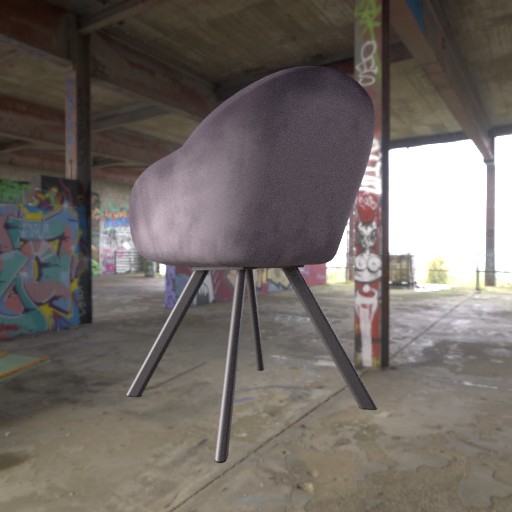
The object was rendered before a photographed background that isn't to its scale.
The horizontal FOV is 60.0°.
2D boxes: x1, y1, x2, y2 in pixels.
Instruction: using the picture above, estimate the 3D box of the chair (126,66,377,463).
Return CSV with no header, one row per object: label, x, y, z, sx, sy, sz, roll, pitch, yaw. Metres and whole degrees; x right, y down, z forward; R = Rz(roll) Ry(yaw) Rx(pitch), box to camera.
chair,0.000,0.000,1.163,0.550,0.795,0.590,-1,2,-37
